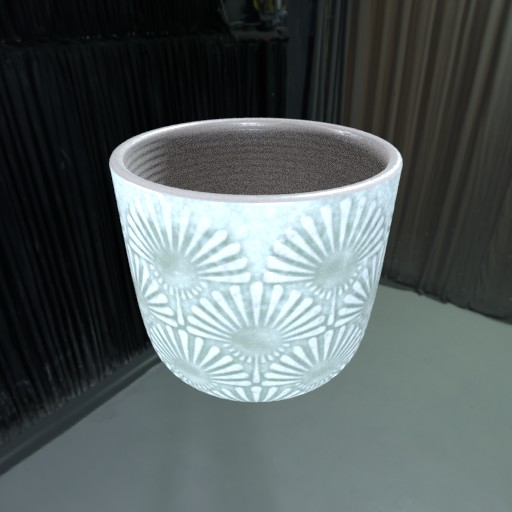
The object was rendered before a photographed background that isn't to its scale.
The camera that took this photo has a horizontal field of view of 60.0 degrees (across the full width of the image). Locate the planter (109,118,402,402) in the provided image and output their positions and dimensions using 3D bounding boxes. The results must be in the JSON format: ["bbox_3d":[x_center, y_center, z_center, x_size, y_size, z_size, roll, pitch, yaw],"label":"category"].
[{"bbox_3d":[0.000,0.000,0.220,0.124,0.109,0.124,0,29,0],"label":"planter"}]
